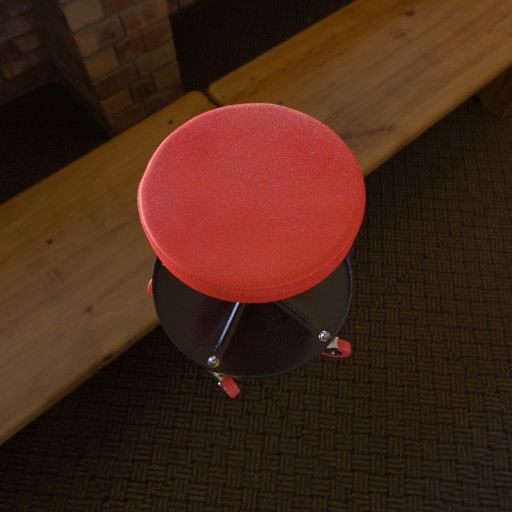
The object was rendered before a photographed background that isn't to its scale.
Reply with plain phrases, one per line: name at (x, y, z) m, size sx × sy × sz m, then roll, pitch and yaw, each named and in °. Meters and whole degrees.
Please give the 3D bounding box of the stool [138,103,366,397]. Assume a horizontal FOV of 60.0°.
stool at (0.000, 0.000, 0.686) m, size 0.382 × 0.365 × 0.381 m, roll 16°, pitch 65°, yaw 8°
